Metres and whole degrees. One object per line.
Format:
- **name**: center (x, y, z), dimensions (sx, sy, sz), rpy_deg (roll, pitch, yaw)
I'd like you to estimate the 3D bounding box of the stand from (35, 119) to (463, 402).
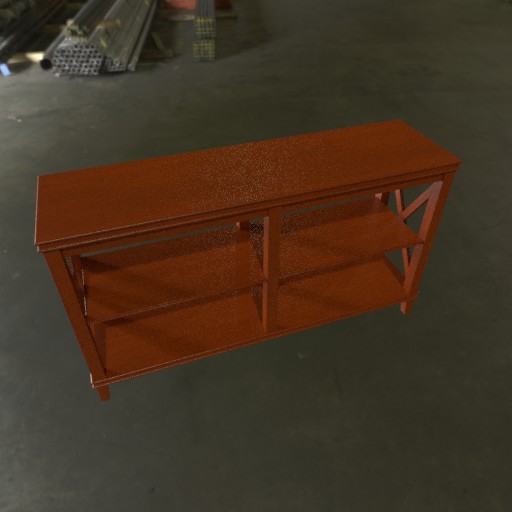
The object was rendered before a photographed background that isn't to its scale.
- **stand**: center (0.000, 0.000, 1.721), dimensions (1.372, 0.762, 0.381), rpy_deg (-13, 41, -15)
